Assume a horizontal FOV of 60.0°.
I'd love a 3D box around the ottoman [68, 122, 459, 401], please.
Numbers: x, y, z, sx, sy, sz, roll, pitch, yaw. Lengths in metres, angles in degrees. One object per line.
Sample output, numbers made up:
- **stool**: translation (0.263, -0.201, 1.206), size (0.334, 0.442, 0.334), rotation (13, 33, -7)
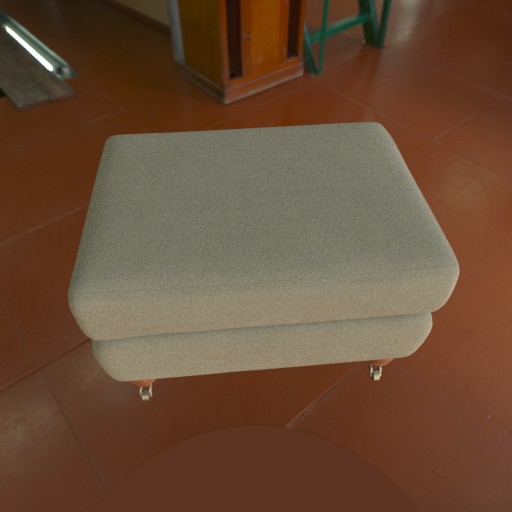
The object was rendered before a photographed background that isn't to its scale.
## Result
- **ottoman**: translation (0.000, 0.000, 1.157), size (0.773, 0.504, 0.569), rotation (-4, 48, -4)
